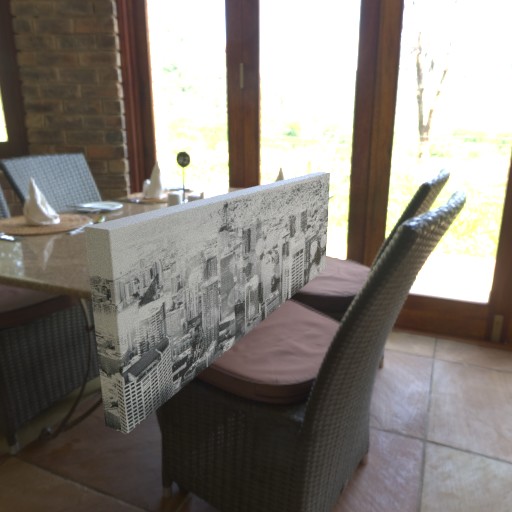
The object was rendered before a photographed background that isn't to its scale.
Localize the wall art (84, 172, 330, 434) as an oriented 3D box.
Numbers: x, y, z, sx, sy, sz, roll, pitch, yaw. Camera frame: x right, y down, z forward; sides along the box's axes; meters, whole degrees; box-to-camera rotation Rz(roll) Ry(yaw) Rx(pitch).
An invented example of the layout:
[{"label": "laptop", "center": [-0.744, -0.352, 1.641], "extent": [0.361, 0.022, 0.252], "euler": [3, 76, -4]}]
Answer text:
[{"label": "wall art", "center": [0.000, 0.000, 0.840], "extent": [0.038, 0.255, 0.763], "euler": [8, 18, 26]}]
